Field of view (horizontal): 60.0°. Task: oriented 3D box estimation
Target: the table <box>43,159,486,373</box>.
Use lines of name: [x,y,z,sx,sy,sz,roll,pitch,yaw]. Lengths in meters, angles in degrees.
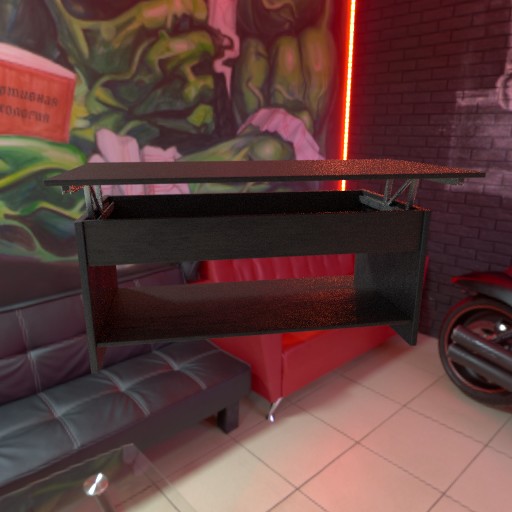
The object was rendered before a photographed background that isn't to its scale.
table: [0.000,0.000,1.397,1.000,0.570,0.712,-3,16,-9]
